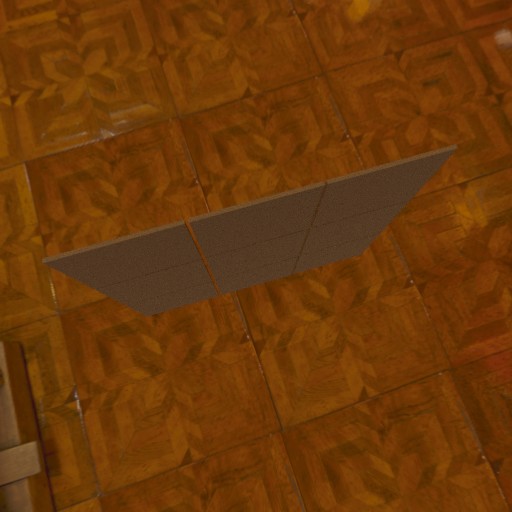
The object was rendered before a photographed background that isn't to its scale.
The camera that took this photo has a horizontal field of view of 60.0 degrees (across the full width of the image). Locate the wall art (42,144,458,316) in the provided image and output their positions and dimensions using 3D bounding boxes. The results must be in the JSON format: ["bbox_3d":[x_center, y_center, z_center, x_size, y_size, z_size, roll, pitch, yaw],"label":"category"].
[{"bbox_3d":[0.000,0.000,1.384,0.919,0.917,0.010,-16,76,-4],"label":"wall art"}]
